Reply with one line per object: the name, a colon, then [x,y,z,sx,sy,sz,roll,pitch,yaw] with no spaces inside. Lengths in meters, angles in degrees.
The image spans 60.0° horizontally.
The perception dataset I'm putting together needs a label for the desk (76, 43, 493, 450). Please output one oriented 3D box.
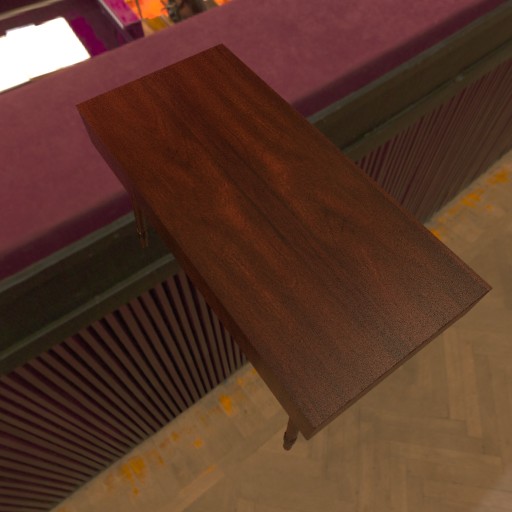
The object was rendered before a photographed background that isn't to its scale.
desk: [0.000,0.000,2.077,0.734,1.031,1.577,-31,64,-17]
